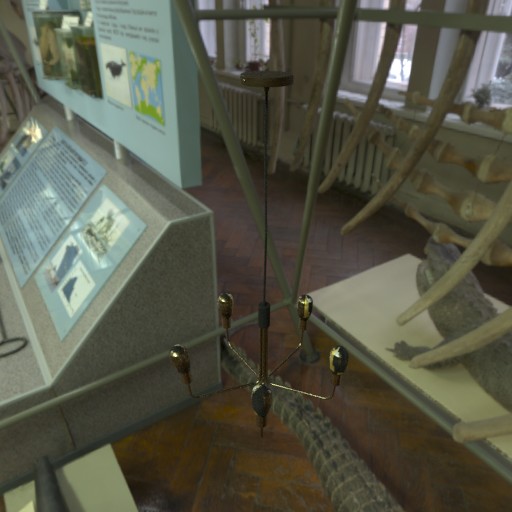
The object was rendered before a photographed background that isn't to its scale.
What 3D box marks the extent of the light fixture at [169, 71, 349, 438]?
[{"bbox_3d":[0.000,0.000,1.381,0.588,1.059,0.532,-18,34,-29],"label":"light fixture"}]
